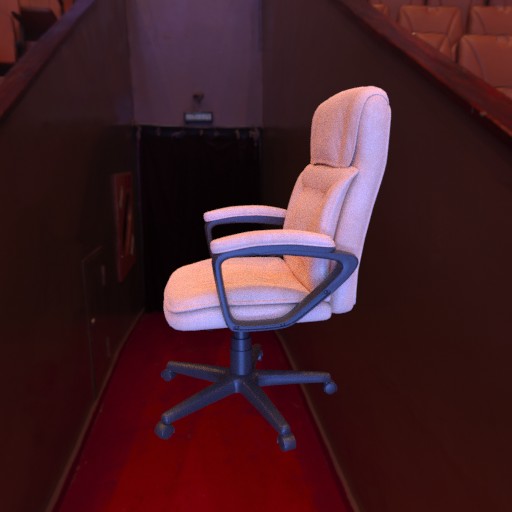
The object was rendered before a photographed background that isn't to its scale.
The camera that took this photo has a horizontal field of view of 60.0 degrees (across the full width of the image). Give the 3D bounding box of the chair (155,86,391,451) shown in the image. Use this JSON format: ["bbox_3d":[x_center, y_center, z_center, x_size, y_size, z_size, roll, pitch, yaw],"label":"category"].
[{"bbox_3d":[0.000,0.000,1.549,0.724,1.105,0.667,-2,14,-8],"label":"chair"}]
